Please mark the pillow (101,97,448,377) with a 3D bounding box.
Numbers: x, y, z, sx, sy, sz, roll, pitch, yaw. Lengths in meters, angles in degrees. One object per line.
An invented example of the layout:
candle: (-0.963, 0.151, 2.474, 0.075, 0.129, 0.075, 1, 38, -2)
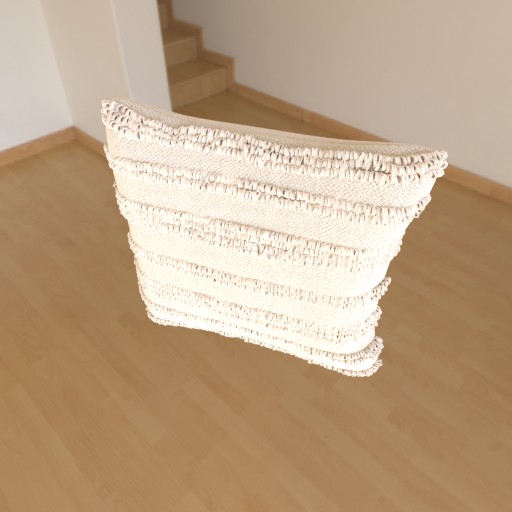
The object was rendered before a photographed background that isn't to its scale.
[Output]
pillow: (0.000, 0.000, 0.659, 0.437, 0.427, 0.145, 13, 44, 14)
